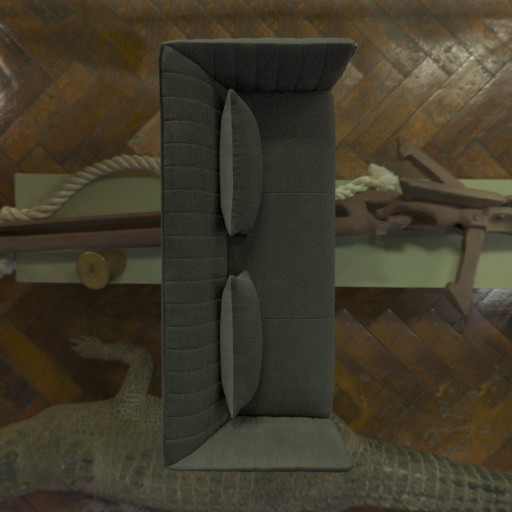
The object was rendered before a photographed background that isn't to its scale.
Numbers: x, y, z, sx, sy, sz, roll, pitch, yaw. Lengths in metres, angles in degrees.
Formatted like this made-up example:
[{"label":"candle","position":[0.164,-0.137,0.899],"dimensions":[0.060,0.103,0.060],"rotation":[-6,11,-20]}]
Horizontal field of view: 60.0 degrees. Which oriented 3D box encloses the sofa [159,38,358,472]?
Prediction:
[{"label":"sofa","position":[0.000,0.000,2.320],"dimensions":[0.876,0.780,1.980],"rotation":[0,92,-1]}]
